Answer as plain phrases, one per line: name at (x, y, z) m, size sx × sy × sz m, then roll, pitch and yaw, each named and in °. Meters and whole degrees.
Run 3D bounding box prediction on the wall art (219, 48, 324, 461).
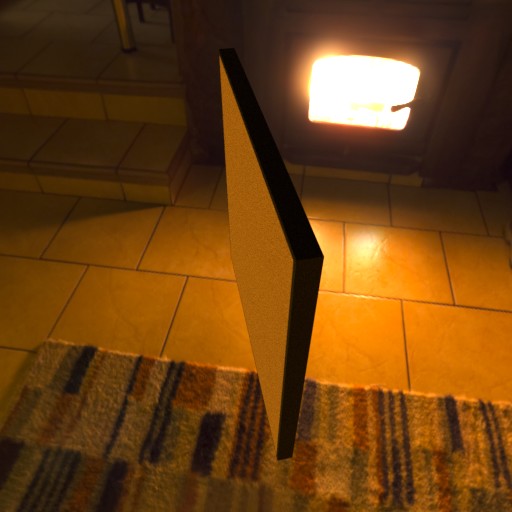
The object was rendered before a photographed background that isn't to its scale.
wall art at (0.000, 0.000, 0.773) m, size 0.028 × 0.511 × 0.513 m, roll -8°, pitch 46°, yaw -8°
